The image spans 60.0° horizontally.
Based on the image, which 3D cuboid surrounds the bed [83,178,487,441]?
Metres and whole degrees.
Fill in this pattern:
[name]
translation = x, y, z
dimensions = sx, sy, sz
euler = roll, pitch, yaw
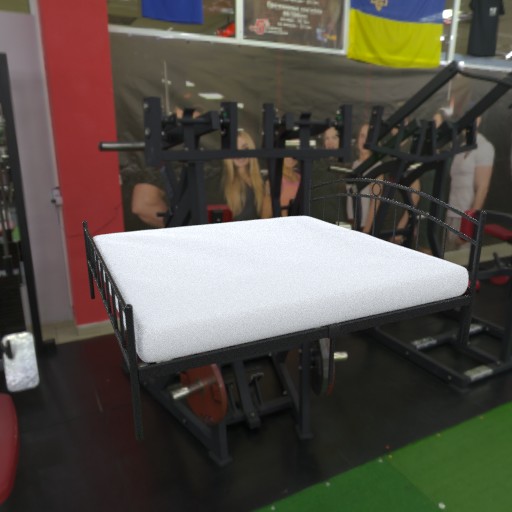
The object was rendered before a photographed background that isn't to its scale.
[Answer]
[bed]
translation = 0.000, 0.000, 3.029
dimensions = 2.040, 0.940, 1.880
euler = -7, 18, -24
